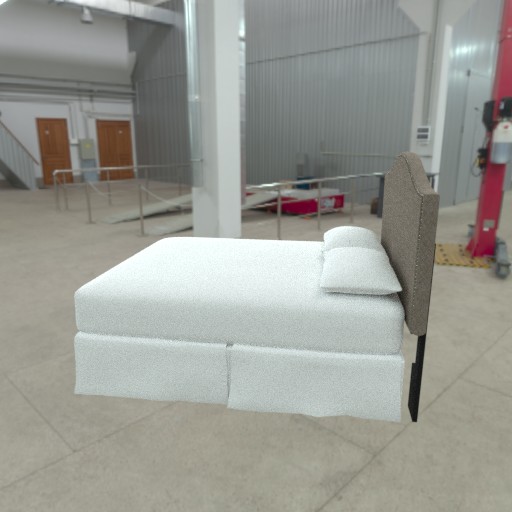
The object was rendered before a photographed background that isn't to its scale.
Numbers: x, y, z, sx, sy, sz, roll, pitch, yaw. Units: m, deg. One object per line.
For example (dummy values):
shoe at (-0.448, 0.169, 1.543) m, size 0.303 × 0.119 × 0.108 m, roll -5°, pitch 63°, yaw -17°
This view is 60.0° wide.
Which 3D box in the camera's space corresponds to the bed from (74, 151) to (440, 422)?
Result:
bed at (0.000, 0.000, 3.288) m, size 2.153 × 1.518 × 1.713 m, roll 2°, pitch 15°, yaw 9°
